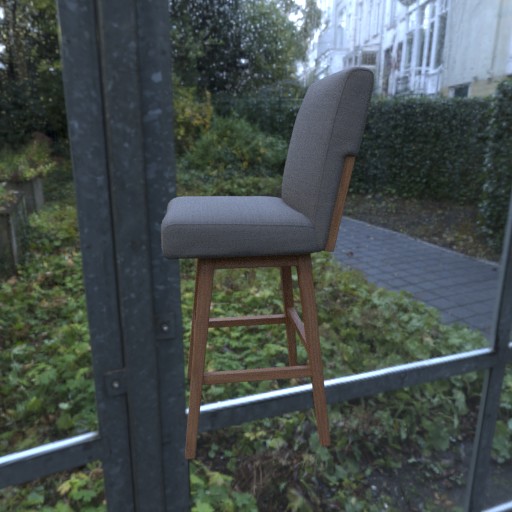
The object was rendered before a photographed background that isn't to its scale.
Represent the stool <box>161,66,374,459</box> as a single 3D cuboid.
[{"bbox_3d":[0.000,0.000,1.434,0.570,1.112,0.483,-2,16,-7],"label":"stool"}]
